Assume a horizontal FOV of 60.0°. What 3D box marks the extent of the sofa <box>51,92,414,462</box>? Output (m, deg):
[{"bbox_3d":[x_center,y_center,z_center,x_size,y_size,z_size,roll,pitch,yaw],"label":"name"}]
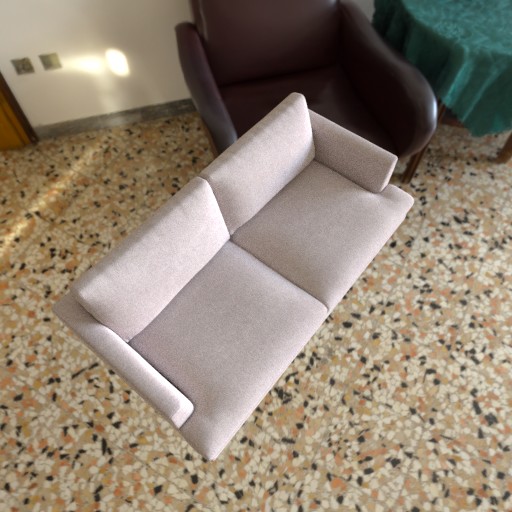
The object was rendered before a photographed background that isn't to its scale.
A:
[{"bbox_3d":[0.000,0.000,2.549,1.020,0.868,1.948,35,65,19],"label":"sofa"}]
